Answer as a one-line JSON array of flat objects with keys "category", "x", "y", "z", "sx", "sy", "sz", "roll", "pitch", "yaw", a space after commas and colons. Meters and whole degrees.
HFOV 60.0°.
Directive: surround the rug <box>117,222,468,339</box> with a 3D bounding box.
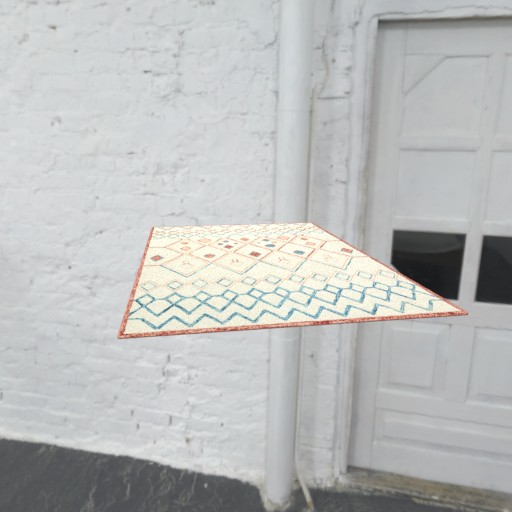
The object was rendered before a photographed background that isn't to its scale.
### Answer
[{"category": "rug", "x": 0.000, "y": 0.000, "z": 3.030, "sx": 1.524, "sy": 0.015, "sz": 2.438, "roll": -2, "pitch": 14, "yaw": -9}]
